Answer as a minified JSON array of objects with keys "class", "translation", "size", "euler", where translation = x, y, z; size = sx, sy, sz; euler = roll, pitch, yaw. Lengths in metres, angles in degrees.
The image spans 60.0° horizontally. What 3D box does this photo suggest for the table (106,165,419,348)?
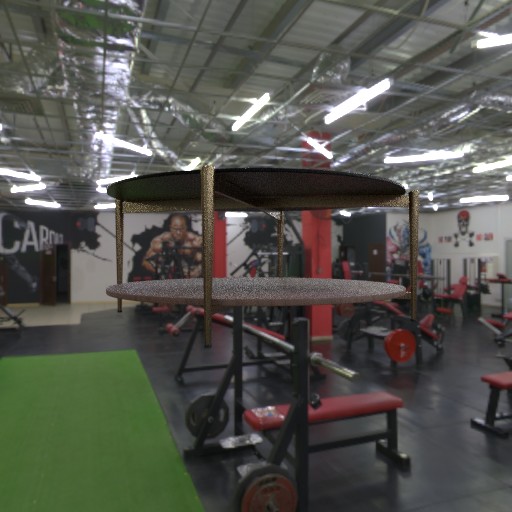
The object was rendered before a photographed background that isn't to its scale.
[{"class":"table","translation":[0.000,0.000,1.463],"size":[0.938,0.400,0.938],"euler":[0,0,-18]}]
